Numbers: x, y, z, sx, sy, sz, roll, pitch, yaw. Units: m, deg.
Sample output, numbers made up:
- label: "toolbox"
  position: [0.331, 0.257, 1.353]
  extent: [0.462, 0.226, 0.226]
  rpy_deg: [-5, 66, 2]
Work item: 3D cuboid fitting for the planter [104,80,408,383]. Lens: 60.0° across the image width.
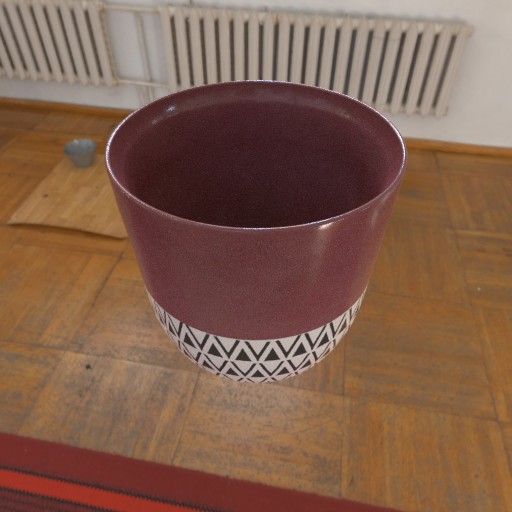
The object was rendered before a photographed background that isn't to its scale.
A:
- label: "planter"
  position: [0.000, 0.000, 0.365]
  extent: [0.195, 0.214, 0.195]
  rpy_deg: [0, 43, 0]
